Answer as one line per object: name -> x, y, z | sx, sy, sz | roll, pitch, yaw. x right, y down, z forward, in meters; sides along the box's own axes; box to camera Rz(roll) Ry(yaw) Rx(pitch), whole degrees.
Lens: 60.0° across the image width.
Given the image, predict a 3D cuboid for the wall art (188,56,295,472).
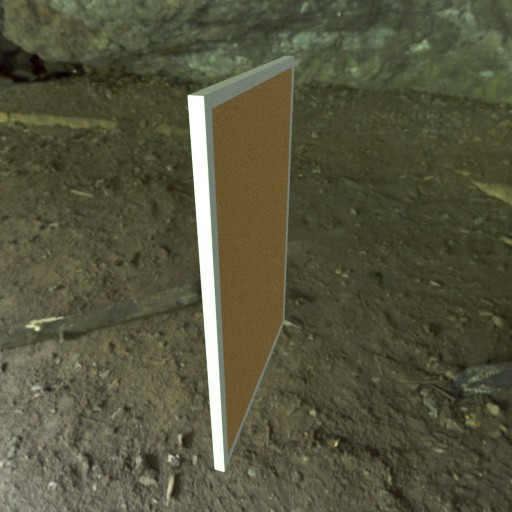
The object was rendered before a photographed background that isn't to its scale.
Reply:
wall art -> 0.000, 0.000, 0.556 | 0.013, 0.433, 0.303 | 8, 31, 15
